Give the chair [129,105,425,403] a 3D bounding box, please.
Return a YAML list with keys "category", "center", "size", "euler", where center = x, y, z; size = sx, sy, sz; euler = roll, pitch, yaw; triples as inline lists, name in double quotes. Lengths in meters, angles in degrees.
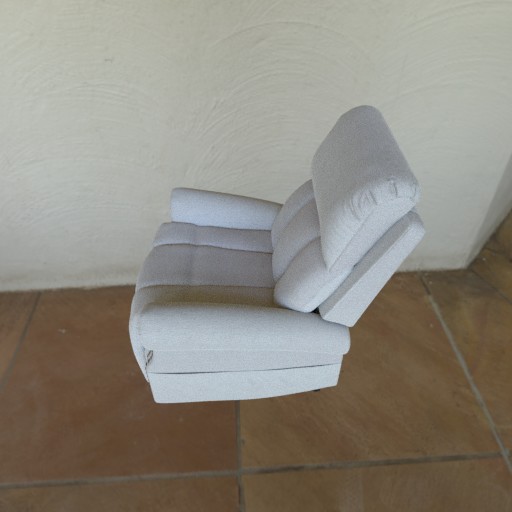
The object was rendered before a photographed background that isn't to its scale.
- category: "chair"
  center: [0.000, 0.000, 1.769]
  size: [0.979, 1.031, 0.871]
  euler: [0, 41, 0]
